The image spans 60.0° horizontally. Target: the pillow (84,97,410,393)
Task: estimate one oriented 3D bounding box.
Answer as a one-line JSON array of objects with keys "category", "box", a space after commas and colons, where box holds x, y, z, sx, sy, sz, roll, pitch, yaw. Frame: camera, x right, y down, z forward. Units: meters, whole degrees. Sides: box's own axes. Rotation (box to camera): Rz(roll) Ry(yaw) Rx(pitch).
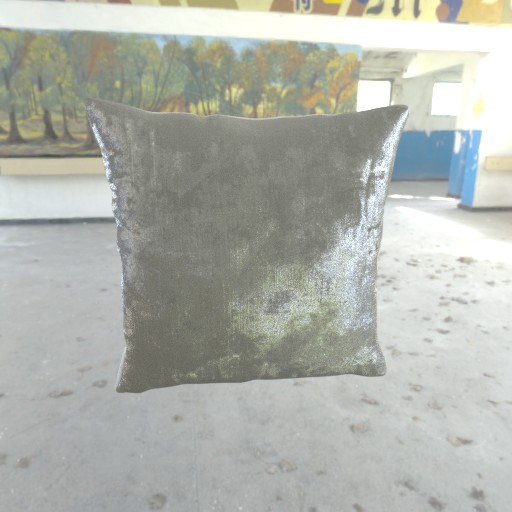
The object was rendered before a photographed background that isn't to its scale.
[{"category": "pillow", "box": [0.000, 0.000, 0.697, 0.470, 0.464, 0.175, -2, 16, -8]}]
